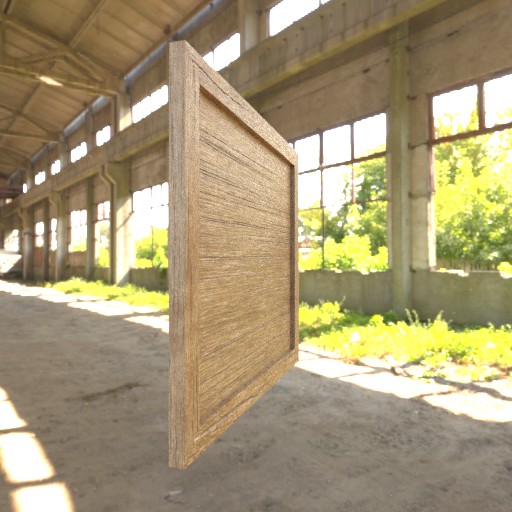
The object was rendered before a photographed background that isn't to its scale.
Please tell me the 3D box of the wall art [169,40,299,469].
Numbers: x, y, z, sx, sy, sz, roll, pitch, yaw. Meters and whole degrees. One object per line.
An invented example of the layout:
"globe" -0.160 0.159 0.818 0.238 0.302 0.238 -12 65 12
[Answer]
"wall art" 0.000 0.000 0.937 0.026 0.588 0.690 0 -1 19
